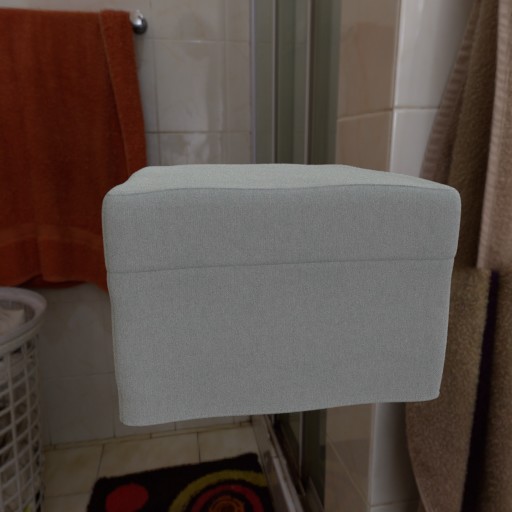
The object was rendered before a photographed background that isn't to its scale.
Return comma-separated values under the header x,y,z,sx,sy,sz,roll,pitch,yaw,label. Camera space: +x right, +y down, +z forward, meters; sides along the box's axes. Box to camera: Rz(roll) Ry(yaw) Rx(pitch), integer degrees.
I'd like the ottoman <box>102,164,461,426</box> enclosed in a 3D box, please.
x,y,z,sx,sy,sz,roll,pitch,yaw,label
0.000,0.000,1.192,0.648,0.461,0.833,-2,14,-8,ottoman
